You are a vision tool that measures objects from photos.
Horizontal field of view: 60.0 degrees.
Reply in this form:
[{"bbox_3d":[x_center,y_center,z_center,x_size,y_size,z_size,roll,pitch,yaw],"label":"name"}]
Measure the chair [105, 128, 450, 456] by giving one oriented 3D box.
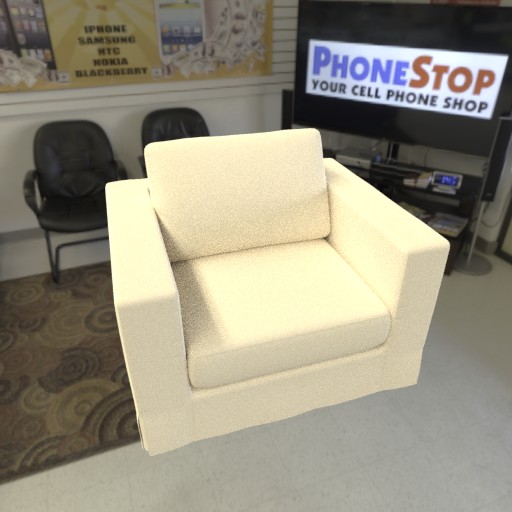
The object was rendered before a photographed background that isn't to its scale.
[{"bbox_3d":[0.000,0.000,1.843,1.150,0.878,0.957,-9,33,-15],"label":"chair"}]
